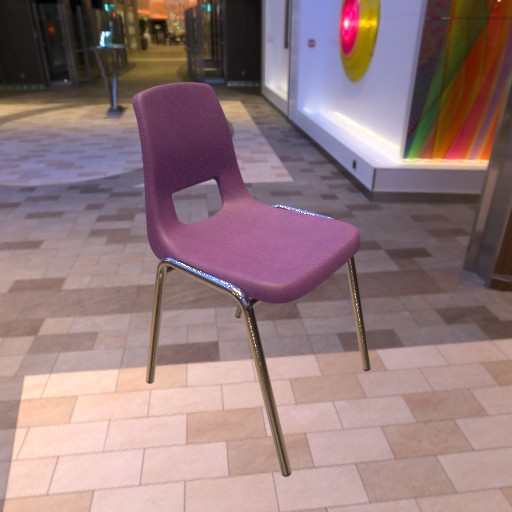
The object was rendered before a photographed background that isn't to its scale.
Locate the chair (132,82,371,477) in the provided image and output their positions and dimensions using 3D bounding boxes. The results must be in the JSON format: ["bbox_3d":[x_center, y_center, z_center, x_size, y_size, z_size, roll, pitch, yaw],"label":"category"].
[{"bbox_3d":[0.000,0.000,0.929,0.432,0.654,0.381,19,32,32],"label":"chair"}]
